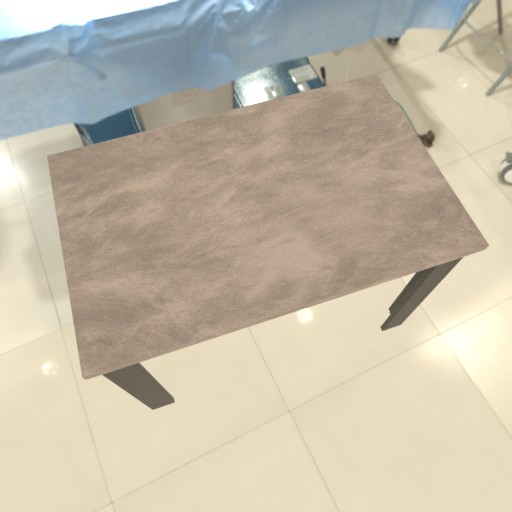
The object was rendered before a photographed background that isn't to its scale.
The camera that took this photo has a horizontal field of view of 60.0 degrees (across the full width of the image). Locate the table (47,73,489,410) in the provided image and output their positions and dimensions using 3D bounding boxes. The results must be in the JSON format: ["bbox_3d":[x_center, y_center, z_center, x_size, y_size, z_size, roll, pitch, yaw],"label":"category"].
[{"bbox_3d":[0.000,0.000,1.598,1.100,0.734,0.700,-17,64,-8],"label":"table"}]
